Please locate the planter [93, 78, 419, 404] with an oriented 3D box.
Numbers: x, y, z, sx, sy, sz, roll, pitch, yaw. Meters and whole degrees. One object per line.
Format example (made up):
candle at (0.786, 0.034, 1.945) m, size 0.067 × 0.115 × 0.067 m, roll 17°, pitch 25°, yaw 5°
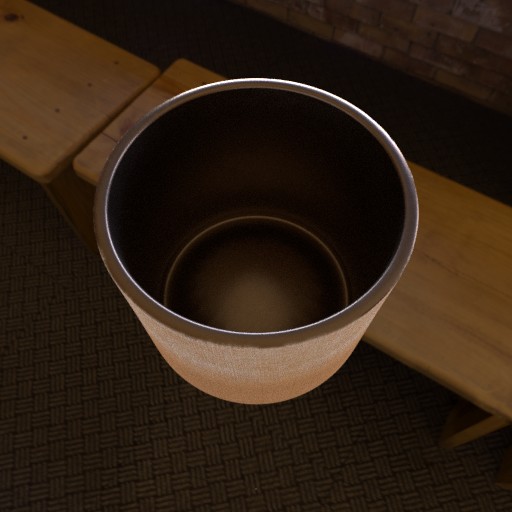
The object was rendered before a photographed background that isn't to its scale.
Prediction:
planter at (0.000, 0.000, 0.439) m, size 0.254 × 0.221 × 0.254 m, roll 0°, pitch 62°, yaw 0°
